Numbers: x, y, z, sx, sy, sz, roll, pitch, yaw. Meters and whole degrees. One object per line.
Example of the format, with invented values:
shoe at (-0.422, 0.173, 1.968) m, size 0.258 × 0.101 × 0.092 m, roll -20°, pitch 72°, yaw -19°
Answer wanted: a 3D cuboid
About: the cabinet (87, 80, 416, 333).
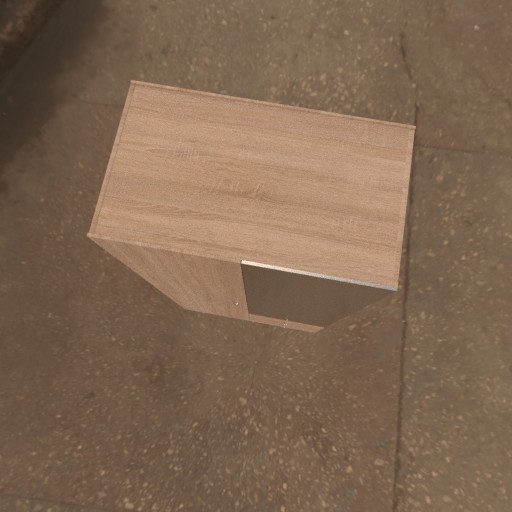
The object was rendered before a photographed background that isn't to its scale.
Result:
cabinet at (0.000, 0.000, 2.493) m, size 1.001 × 2.121 × 0.590 m, roll 10°, pitch 77°, yaw 2°
